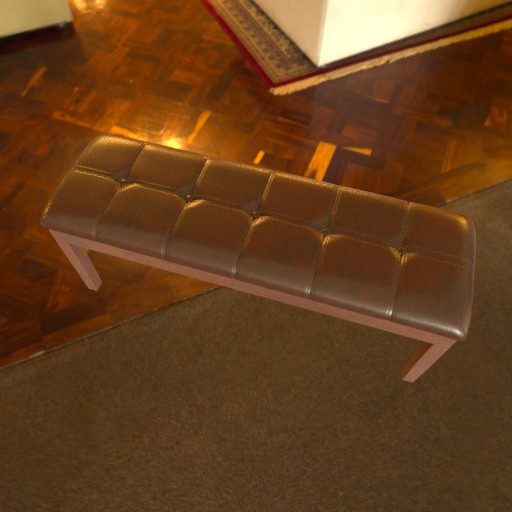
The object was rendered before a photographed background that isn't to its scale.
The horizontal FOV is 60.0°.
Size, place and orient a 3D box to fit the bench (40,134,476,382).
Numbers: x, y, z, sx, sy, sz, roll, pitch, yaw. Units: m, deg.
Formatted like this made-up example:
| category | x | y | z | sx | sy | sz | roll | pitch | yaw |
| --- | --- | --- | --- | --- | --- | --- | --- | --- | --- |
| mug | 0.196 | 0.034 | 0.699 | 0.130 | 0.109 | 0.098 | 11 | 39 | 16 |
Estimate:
| category | x | y | z | sx | sy | sz | roll | pitch | yaw |
| --- | --- | --- | --- | --- | --- | --- | --- | --- | --- |
| bench | 0.000 | 0.000 | 1.488 | 1.259 | 0.491 | 0.401 | 15 | 59 | 9 |
